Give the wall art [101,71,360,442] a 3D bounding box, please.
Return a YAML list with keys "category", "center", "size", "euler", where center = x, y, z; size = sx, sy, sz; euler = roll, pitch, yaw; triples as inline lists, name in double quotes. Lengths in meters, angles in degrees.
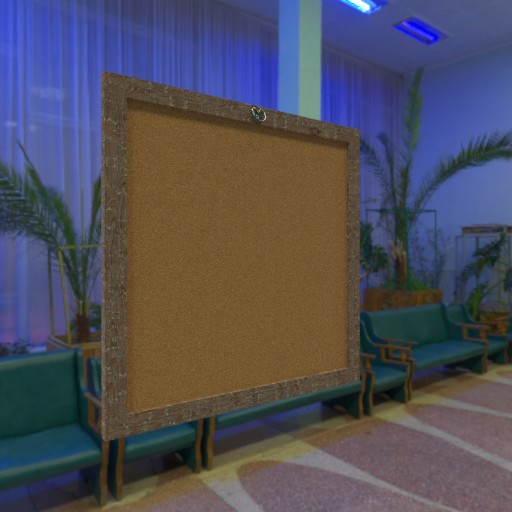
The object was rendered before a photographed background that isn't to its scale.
- category: "wall art"
  center: [0.000, 0.000, 0.564]
  size: [0.380, 0.380, 0.022]
  euler: [0, 0, -35]
